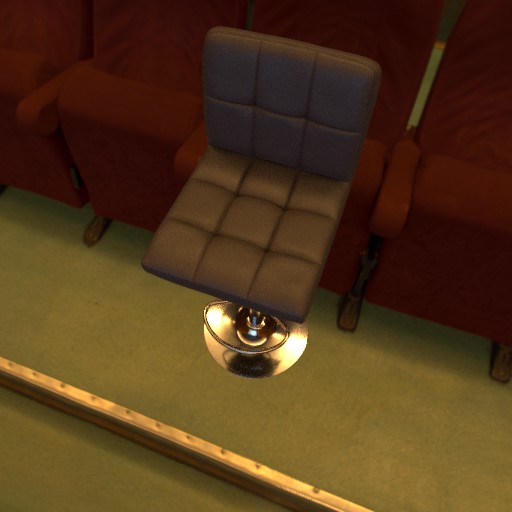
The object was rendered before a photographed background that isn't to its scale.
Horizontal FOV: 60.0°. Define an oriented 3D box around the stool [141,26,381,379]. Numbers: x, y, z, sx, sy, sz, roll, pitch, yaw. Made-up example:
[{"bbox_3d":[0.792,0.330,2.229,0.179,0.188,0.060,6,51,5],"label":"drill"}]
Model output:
[{"bbox_3d":[0.000,0.000,1.341,0.430,1.115,0.505,17,60,11],"label":"stool"}]
